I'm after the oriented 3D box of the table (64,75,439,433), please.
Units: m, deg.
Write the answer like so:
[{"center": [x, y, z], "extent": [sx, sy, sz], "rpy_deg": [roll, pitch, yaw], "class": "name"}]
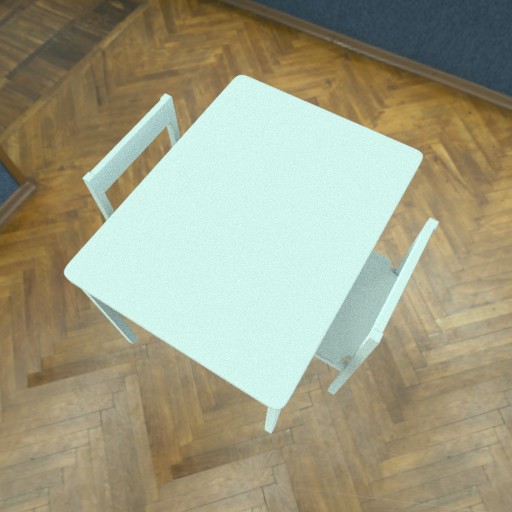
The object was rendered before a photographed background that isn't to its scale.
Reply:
[{"center": [0.000, 0.000, 1.116], "extent": [0.672, 0.503, 0.650], "rpy_deg": [29, 66, 14], "class": "table"}]
